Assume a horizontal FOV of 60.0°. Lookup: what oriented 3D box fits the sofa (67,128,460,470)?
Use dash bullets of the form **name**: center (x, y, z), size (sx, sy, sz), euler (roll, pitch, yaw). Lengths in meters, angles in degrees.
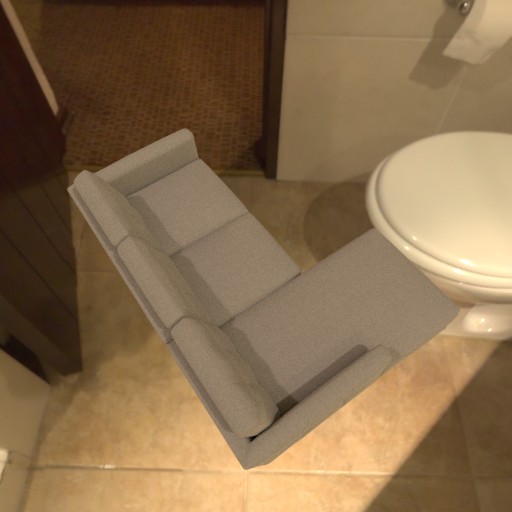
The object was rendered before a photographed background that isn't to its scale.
- **sofa**: center (0.000, 0.000, 2.793), size (1.530, 0.860, 2.040), euler (-31, 63, -18)
